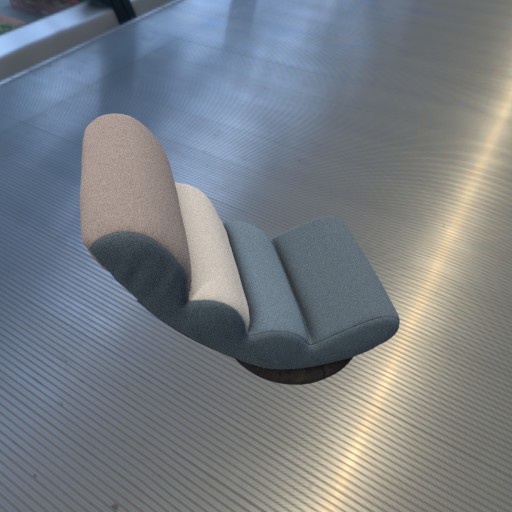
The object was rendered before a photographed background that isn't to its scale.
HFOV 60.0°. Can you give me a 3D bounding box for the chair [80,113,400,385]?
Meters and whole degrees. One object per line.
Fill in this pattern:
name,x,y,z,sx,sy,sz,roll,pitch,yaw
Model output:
chair,0.000,0.000,1.074,0.661,0.641,0.420,-10,47,-10
